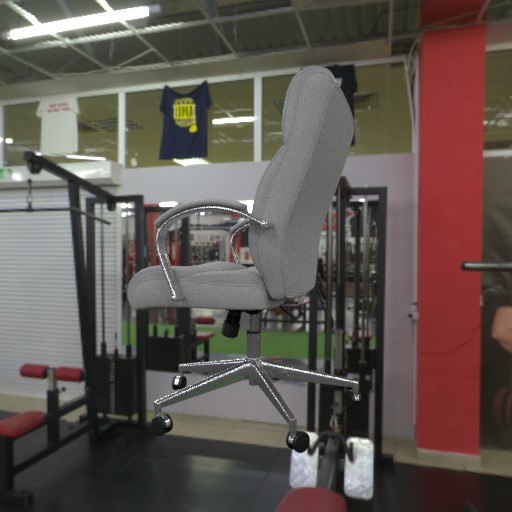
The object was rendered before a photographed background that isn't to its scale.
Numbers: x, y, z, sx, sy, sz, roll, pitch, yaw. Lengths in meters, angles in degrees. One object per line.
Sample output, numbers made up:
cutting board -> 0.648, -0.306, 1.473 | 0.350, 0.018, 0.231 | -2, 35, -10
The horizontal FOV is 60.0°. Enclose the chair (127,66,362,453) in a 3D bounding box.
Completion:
chair -> 0.000, 0.000, 1.624 | 0.745, 1.099, 0.727 | 0, 1, 18
